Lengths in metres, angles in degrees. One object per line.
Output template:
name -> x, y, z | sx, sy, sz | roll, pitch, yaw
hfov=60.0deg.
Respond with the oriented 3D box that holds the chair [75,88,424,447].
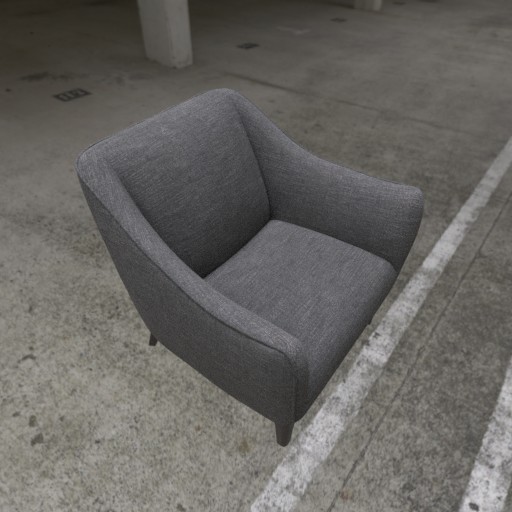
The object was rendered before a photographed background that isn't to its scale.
chair -> 0.000, 0.000, 1.547 | 0.851, 0.829, 0.870 | 25, 47, 26
